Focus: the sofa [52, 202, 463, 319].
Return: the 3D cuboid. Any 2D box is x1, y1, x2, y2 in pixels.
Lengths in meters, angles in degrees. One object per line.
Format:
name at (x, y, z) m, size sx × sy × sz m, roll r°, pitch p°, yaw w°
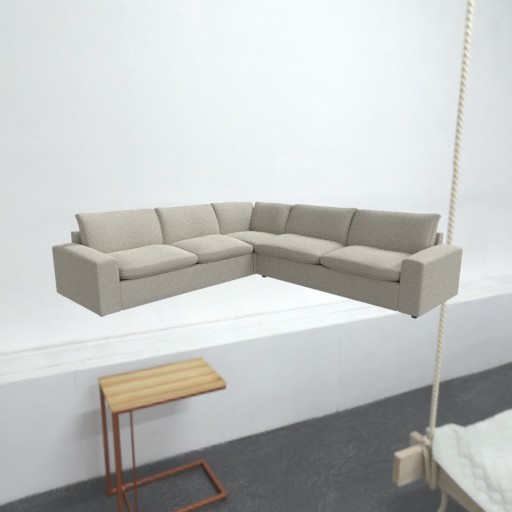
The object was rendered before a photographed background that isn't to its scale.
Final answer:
sofa at (0.000, 0.000, 4.797) m, size 3.206 × 0.918 × 3.066 m, roll 13°, pitch 19°, yaw 43°
